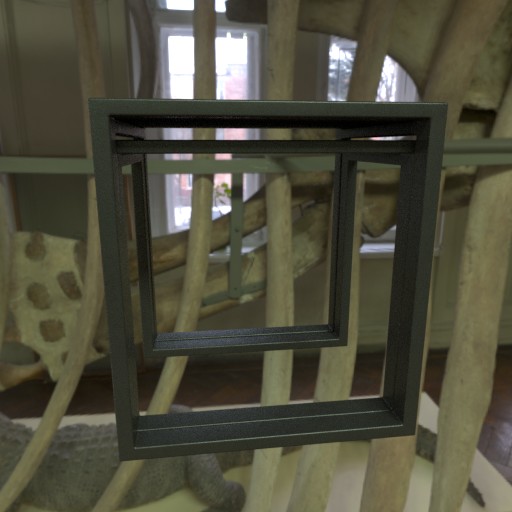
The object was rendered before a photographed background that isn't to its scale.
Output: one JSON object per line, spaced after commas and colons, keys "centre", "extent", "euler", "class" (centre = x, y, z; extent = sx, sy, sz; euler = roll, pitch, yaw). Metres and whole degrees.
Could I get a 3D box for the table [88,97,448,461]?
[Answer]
{"centre": [0.000, 0.000, 0.886], "extent": [0.500, 0.550, 0.449], "euler": [-2, 14, -7], "class": "table"}
